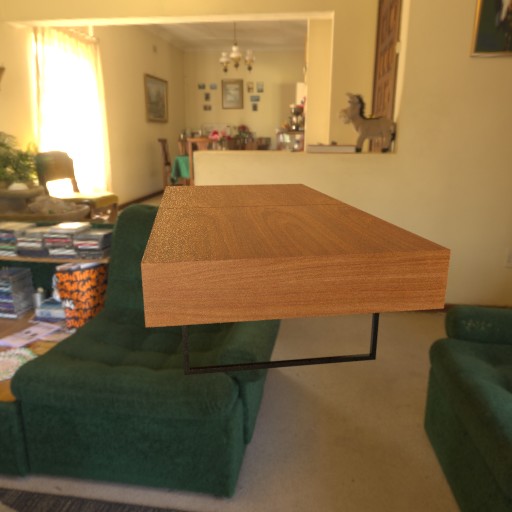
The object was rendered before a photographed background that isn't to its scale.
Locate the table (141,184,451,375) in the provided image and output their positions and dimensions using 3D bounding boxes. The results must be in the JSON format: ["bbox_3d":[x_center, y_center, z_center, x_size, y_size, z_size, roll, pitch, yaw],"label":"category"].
[{"bbox_3d":[0.000,0.000,1.461,0.610,0.330,1.194,-2,16,-9],"label":"table"}]
